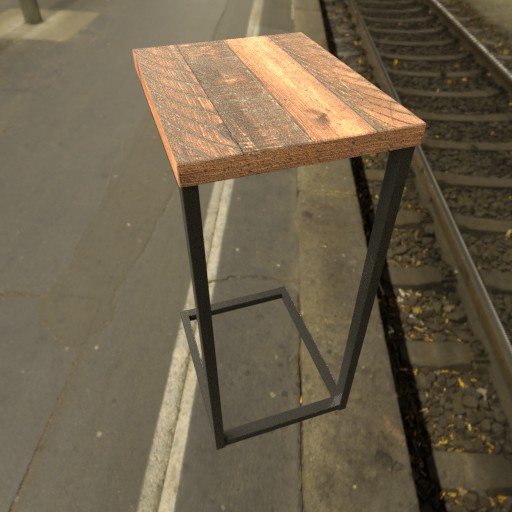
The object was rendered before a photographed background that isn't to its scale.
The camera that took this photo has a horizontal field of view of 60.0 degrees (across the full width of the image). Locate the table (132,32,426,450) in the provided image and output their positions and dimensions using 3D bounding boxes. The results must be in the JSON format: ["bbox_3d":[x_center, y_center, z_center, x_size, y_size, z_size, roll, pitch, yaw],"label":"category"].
[{"bbox_3d":[0.000,0.000,0.912,0.323,0.718,0.414,-12,44,-13],"label":"table"}]
